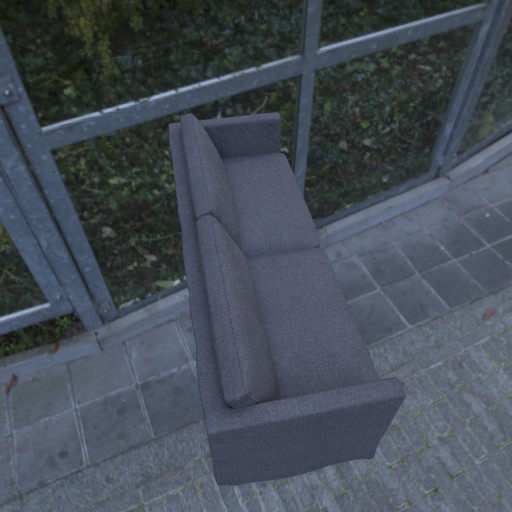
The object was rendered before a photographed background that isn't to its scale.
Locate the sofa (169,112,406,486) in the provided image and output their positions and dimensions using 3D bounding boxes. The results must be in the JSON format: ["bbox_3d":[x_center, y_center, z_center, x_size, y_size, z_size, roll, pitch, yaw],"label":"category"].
[{"bbox_3d":[0.000,0.000,3.262,1.036,0.998,2.779,-8,48,-8],"label":"sofa"}]
